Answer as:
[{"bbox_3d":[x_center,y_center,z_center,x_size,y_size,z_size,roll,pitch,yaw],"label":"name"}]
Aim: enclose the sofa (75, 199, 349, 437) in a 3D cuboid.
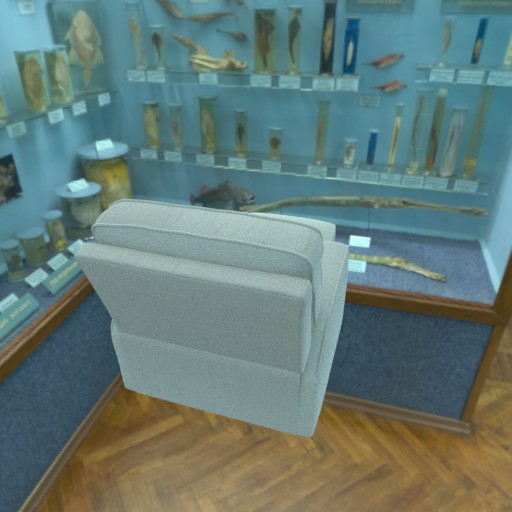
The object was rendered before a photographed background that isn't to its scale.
[{"bbox_3d":[0.000,0.000,2.078,0.861,0.959,1.472,9,32,15],"label":"sofa"}]
